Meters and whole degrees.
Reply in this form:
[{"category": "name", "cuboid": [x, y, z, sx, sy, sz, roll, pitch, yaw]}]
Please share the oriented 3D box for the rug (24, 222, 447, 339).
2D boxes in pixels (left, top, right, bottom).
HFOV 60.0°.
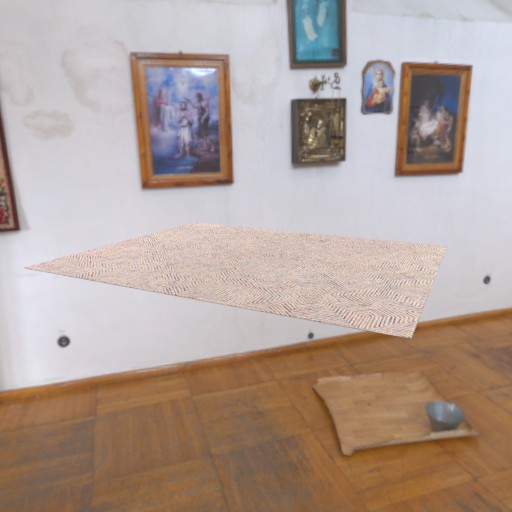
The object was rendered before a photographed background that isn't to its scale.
[{"category": "rug", "cuboid": [0.000, 0.000, 4.033, 3.046, 0.008, 2.442, 7, 16, 26]}]
